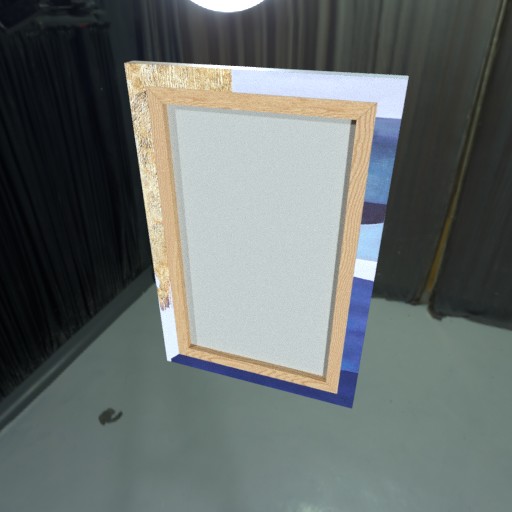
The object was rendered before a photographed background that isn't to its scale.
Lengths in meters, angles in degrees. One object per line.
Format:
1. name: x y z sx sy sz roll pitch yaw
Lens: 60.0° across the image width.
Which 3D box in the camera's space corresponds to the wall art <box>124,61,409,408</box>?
1. wall art: 0.000 0.000 1.159 0.607 0.911 0.039 10 33 16
